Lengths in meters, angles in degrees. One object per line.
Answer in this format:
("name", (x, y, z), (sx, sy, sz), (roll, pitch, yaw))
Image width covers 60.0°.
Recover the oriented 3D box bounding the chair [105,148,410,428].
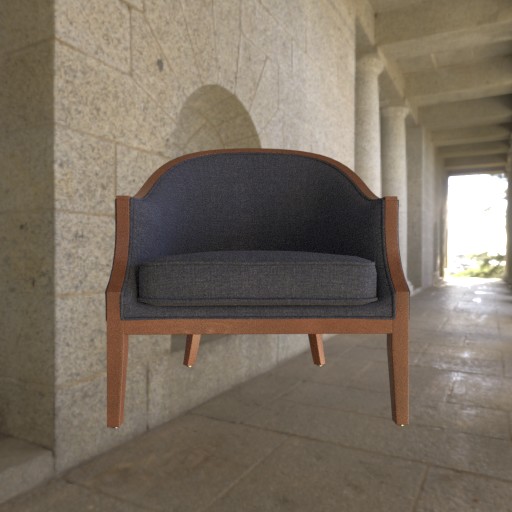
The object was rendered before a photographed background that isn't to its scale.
("chair", (0.000, 0.000, 1.464), (0.803, 0.876, 0.735), (0, 0, -1))
